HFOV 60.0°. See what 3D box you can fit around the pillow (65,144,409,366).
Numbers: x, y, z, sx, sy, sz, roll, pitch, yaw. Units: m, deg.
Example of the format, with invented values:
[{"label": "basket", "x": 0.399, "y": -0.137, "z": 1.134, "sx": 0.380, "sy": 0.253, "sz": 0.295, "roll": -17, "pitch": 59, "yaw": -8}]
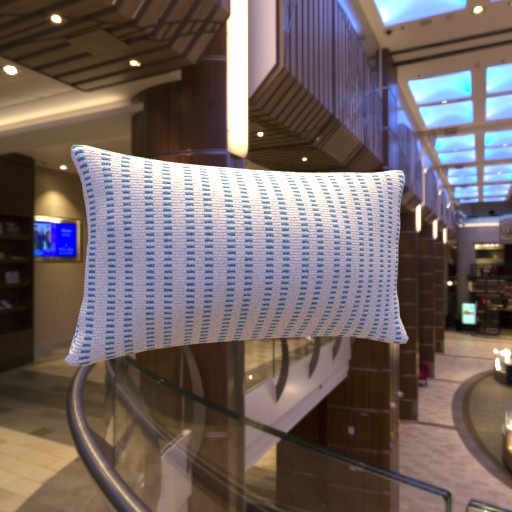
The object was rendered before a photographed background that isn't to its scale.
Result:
[{"label": "pillow", "x": 0.000, "y": 0.000, "z": 0.810, "sx": 0.640, "sy": 0.353, "sz": 0.210, "roll": 0, "pitch": -1, "yaw": -19}]
